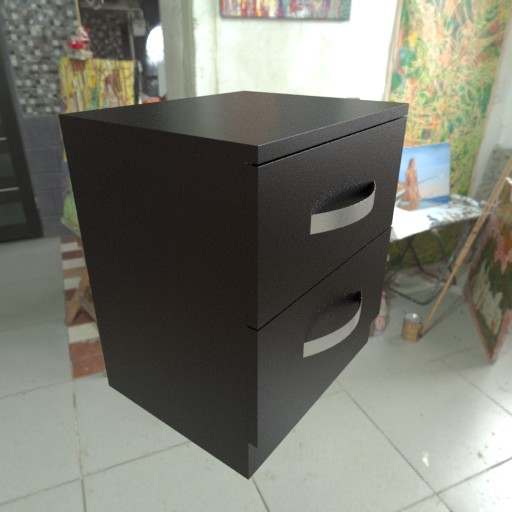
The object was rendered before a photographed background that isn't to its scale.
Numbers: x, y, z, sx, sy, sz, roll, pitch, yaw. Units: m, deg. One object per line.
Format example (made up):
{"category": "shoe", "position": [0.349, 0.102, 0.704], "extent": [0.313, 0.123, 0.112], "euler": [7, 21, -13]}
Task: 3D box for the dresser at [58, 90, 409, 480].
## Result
{"category": "dresser", "position": [0.000, 0.000, 0.740], "extent": [0.360, 0.470, 0.400], "euler": [18, 31, 33]}
